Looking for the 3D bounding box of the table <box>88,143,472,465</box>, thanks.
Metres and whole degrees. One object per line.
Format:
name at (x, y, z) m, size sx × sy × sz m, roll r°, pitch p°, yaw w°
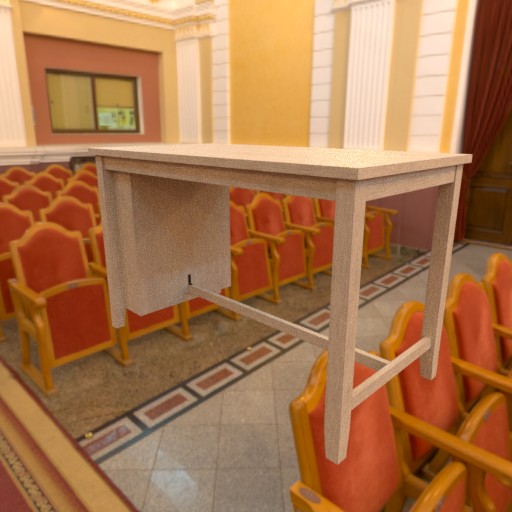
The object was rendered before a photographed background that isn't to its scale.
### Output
table at (0.000, 0.000, 1.888) m, size 1.397 × 0.874 × 0.729 m, roll 16°, pitch 22°, yaw 42°
